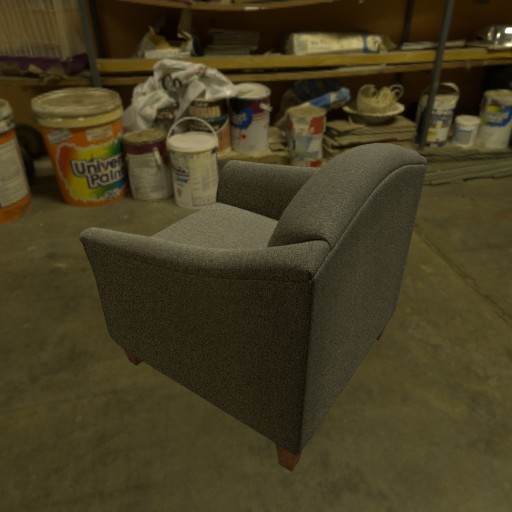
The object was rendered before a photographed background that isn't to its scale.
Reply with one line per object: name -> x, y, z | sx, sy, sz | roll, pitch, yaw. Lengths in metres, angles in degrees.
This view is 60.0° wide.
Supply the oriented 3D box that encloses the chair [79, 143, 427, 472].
chair -> 0.000, 0.000, 1.452 | 0.787, 0.839, 0.763 | 20, 38, 29
